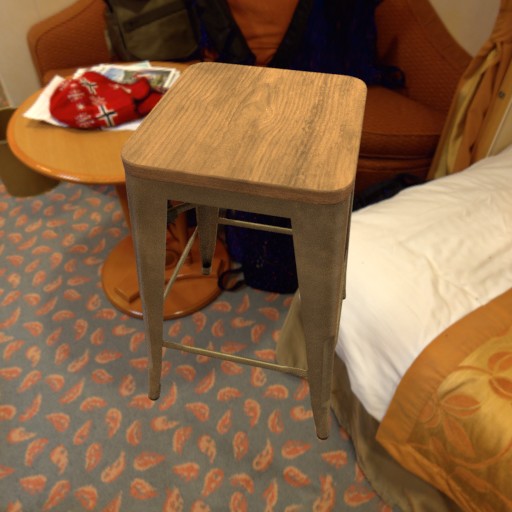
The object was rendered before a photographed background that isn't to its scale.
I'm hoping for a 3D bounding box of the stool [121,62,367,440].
[{"bbox_3d":[0.000,0.000,0.877,0.407,0.607,0.407,10,47,9],"label":"stool"}]
